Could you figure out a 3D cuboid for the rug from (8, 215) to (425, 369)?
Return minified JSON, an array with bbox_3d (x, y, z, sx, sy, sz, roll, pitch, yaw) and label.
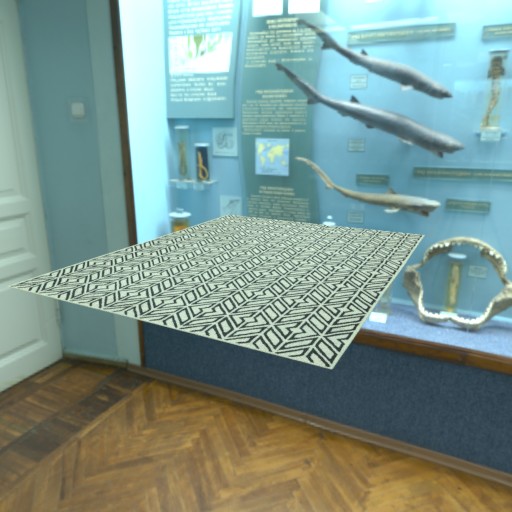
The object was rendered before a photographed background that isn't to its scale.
[{"bbox_3d":[0.000,0.000,3.924,2.421,0.008,3.045,8,18,27],"label":"rug"}]
